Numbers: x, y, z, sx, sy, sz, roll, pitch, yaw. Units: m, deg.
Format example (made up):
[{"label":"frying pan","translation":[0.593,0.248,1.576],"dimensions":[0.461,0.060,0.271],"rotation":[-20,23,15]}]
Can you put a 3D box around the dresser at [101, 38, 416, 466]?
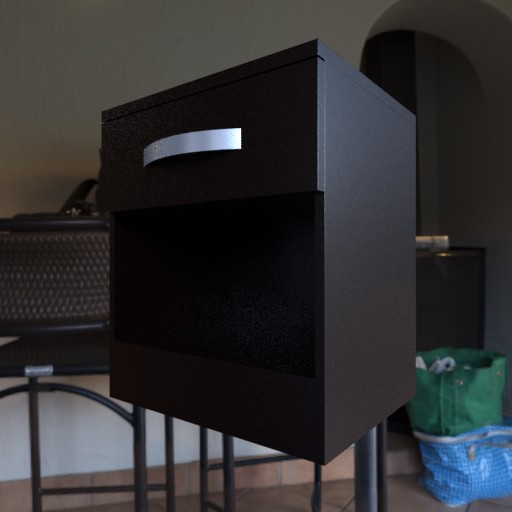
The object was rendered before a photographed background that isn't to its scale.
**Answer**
[{"label":"dresser","translation":[0.000,0.000,0.721],"dimensions":[0.400,0.470,0.360],"rotation":[0,0,37]}]
